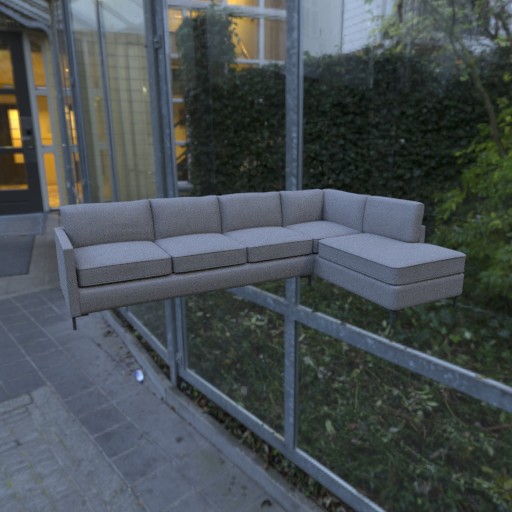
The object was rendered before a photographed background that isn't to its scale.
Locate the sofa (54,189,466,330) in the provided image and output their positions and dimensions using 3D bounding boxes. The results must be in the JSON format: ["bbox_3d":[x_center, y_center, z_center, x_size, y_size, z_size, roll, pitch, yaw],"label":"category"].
[{"bbox_3d":[0.000,0.000,4.215,3.331,0.964,2.077,-8,17,-27],"label":"sofa"}]
